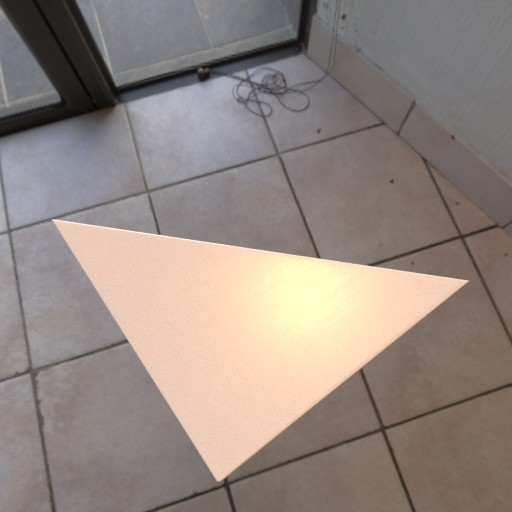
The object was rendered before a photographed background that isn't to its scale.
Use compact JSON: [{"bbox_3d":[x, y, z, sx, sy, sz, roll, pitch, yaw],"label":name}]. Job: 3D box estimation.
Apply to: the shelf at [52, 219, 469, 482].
[{"bbox_3d":[0.000,0.000,0.451,0.296,0.035,0.296,-35,76,-10],"label":"shelf"}]
